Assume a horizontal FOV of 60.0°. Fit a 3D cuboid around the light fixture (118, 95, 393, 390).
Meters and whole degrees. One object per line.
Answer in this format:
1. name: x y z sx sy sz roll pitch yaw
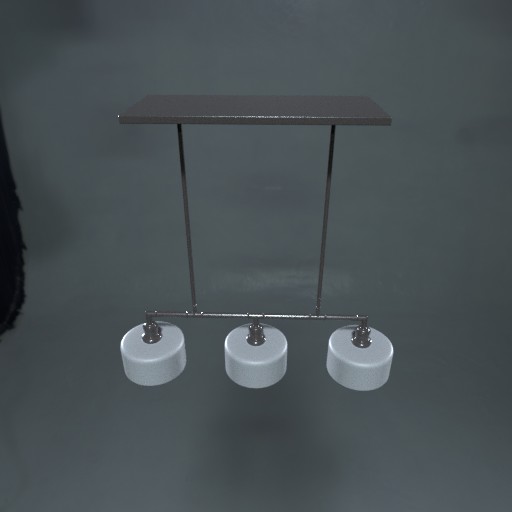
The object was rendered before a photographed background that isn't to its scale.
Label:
1. light fixture: 0.000 0.000 0.848 0.582 0.557 0.177 1 29 2
